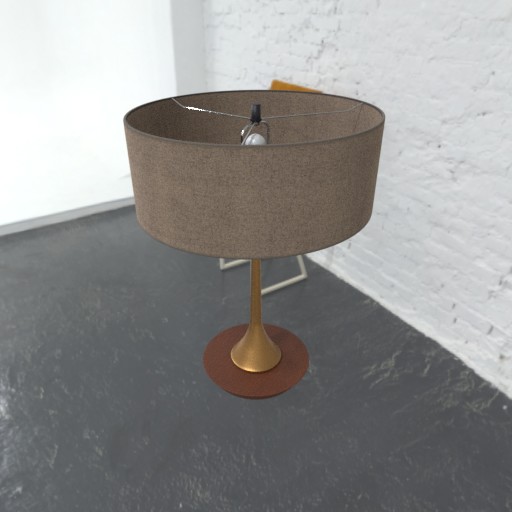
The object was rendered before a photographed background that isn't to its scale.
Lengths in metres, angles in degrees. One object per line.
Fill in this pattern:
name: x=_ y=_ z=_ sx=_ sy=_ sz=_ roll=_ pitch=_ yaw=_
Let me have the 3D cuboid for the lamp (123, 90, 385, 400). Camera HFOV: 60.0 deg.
lamp: x=0.000 y=0.000 z=0.834 sx=0.396 sy=0.551 sz=0.417 roll=20 pitch=35 yaw=31
